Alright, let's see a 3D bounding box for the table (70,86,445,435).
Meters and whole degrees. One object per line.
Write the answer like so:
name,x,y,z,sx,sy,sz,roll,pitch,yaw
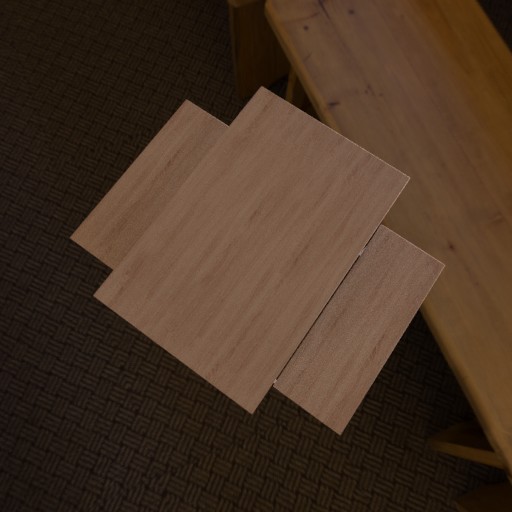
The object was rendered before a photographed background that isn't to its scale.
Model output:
table,0.000,0.000,2.061,1.443,0.700,1.100,34,78,8
